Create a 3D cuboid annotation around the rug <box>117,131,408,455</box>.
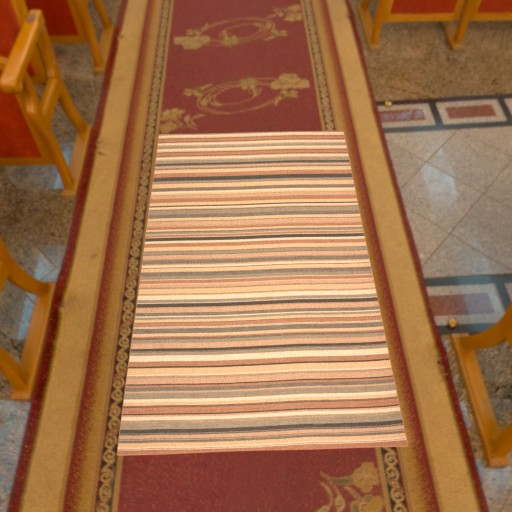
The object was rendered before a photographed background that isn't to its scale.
[{"bbox_3d":[0.000,0.000,2.980,1.523,0.014,2.438,-1,57,-1],"label":"rug"}]
